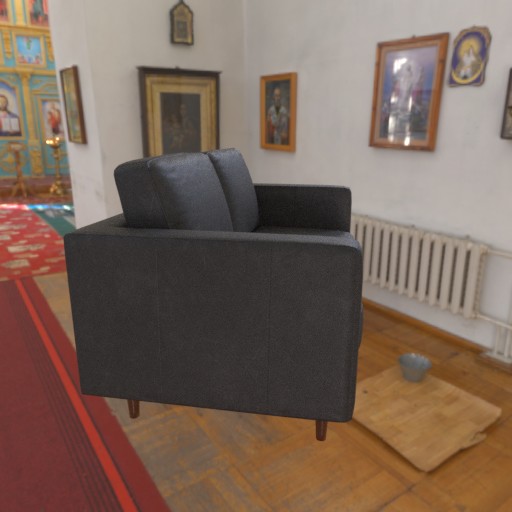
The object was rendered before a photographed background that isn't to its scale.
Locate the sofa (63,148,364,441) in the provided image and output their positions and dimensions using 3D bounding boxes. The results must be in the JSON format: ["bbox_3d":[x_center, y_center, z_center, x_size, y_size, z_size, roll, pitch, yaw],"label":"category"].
[{"bbox_3d":[0.000,0.000,1.941,0.879,0.899,1.430,3,16,10],"label":"sofa"}]
